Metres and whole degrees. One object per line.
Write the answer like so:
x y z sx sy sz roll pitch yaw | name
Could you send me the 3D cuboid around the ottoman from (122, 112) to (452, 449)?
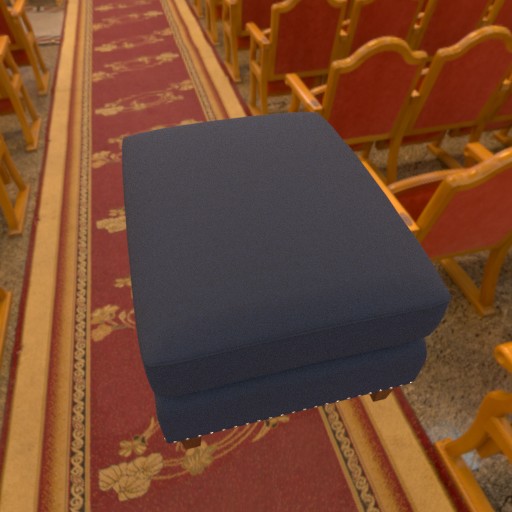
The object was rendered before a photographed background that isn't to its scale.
0.000 0.000 1.133 0.584 0.513 0.741 -10 47 -10 | ottoman
